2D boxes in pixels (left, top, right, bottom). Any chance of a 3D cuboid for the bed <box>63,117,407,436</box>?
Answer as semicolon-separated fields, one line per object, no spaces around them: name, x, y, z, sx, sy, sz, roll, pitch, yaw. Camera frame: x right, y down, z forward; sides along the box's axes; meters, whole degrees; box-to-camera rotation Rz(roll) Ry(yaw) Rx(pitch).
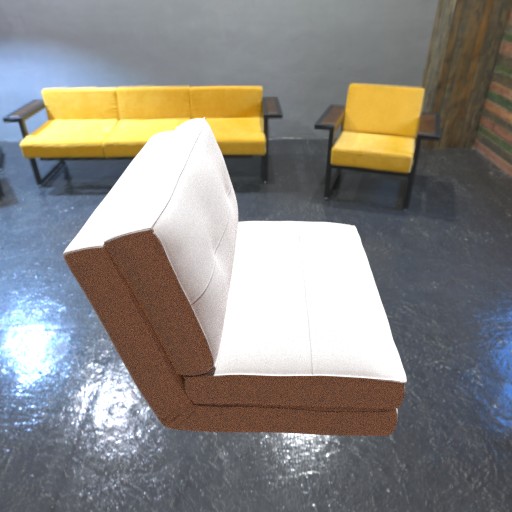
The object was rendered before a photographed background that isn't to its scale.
bed;0.000;0.000;1.307;0.749;0.614;0.799;1;32;2
